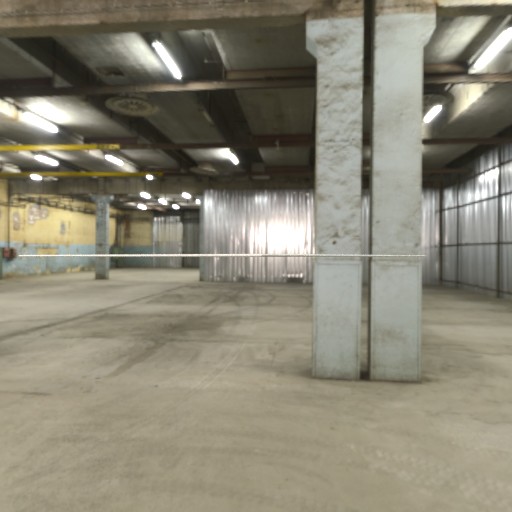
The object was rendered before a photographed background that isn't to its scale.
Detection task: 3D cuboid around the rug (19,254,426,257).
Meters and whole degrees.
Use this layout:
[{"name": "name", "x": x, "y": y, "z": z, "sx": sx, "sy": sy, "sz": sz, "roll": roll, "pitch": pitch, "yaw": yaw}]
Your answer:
[{"name": "rug", "x": 0.000, "y": 0.000, "z": 2.749, "sx": 1.533, "sy": 0.010, "sz": 2.142, "roll": 0, "pitch": 0, "yaw": 35}]
